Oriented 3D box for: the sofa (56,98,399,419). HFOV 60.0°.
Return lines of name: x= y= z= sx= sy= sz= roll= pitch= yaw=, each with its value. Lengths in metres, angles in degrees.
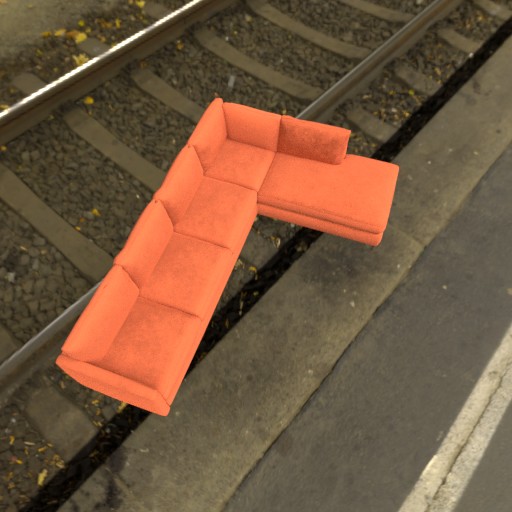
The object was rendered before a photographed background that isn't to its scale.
sofa: x=0.000 y=0.000 z=3.579 sx=1.879 sy=0.757 sz=2.736 roll=17 pitch=59 yaw=10
